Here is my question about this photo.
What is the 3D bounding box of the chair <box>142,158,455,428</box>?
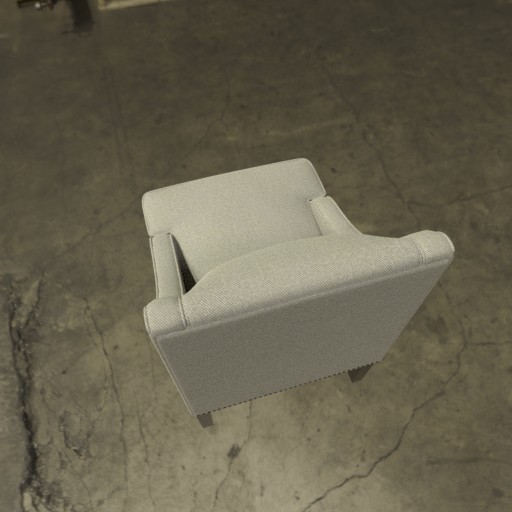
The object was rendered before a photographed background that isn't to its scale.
[{"bbox_3d":[0.000,0.000,1.376,0.628,0.872,0.748,-14,59,-9],"label":"chair"}]
